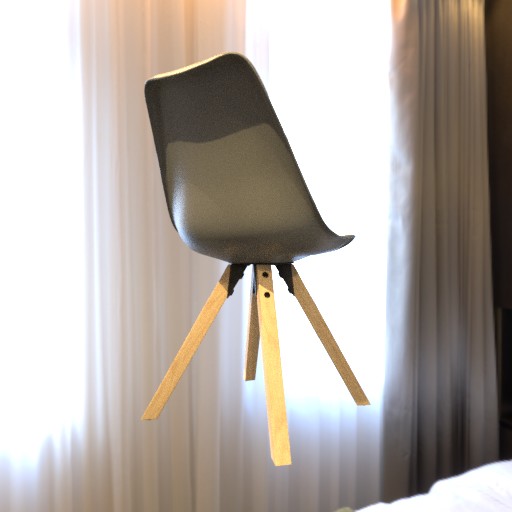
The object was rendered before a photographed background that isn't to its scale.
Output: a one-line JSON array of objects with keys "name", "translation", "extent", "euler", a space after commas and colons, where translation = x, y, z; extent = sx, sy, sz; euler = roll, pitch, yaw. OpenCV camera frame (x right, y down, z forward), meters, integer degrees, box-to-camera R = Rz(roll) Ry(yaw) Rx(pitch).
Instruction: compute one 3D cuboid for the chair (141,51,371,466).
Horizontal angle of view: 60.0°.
[{"name": "chair", "translation": [0.000, 0.000, 1.187], "extent": [0.485, 0.850, 0.550], "euler": [0, 1, 36]}]
